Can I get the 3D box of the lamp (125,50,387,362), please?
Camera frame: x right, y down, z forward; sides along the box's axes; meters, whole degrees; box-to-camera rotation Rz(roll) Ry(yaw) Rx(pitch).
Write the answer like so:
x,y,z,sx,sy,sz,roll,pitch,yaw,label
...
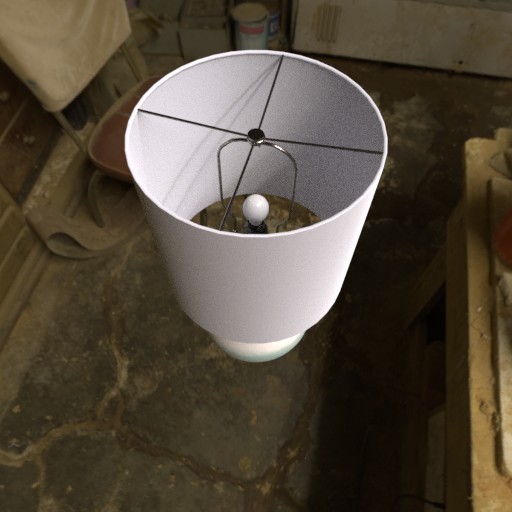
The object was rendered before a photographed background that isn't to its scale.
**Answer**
x,y,z,sx,sy,sz,roll,pitch,yaw,label
0.000,0.000,0.540,0.217,0.404,0.217,12,59,7,lamp
